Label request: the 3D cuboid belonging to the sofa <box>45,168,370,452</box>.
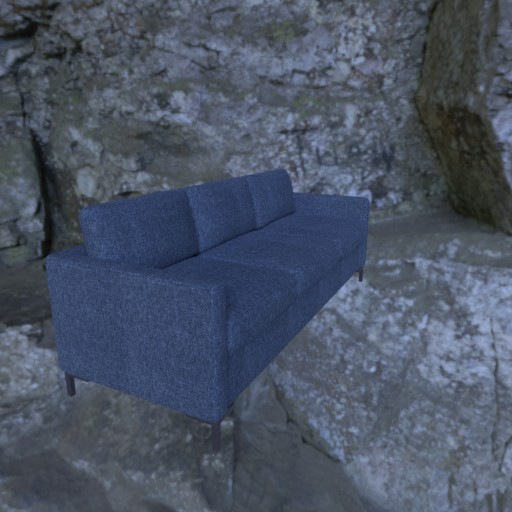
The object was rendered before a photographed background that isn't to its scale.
[{"bbox_3d":[0.000,0.000,2.652,0.859,0.874,2.218,8,18,26],"label":"sofa"}]
